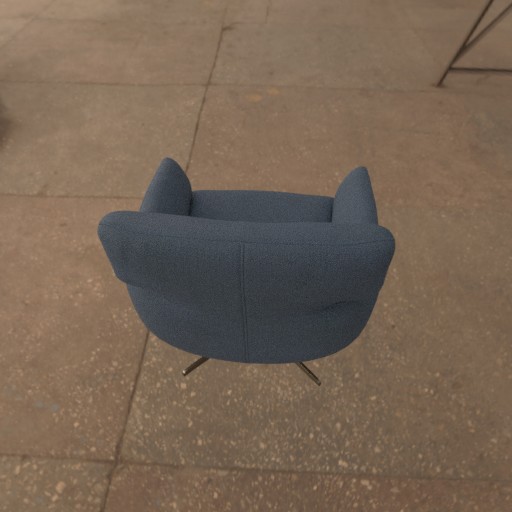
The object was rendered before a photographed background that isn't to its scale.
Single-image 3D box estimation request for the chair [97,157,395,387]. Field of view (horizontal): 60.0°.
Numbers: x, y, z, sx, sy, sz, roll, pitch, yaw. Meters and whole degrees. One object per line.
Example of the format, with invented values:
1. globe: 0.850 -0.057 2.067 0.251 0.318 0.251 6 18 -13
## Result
1. chair: 0.000 0.000 1.397 0.738 0.813 0.761 3 46 3
